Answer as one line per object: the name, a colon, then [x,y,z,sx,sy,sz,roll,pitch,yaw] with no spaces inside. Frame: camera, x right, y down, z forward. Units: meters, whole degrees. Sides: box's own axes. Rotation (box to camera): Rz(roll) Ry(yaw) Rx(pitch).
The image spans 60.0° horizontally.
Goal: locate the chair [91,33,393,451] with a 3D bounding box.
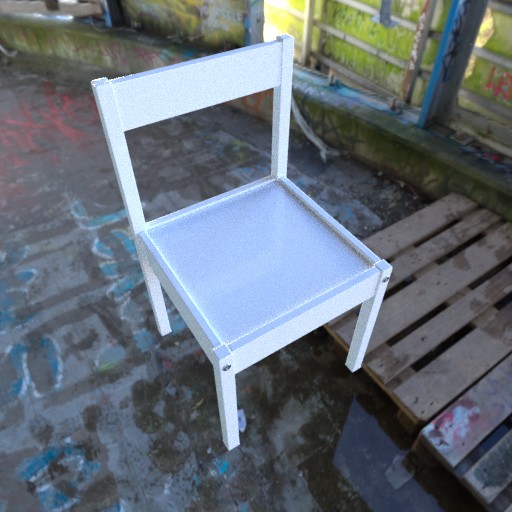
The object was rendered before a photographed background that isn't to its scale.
chair: [0.000,0.000,0.673,0.285,0.505,0.285,-25,51,-22]
